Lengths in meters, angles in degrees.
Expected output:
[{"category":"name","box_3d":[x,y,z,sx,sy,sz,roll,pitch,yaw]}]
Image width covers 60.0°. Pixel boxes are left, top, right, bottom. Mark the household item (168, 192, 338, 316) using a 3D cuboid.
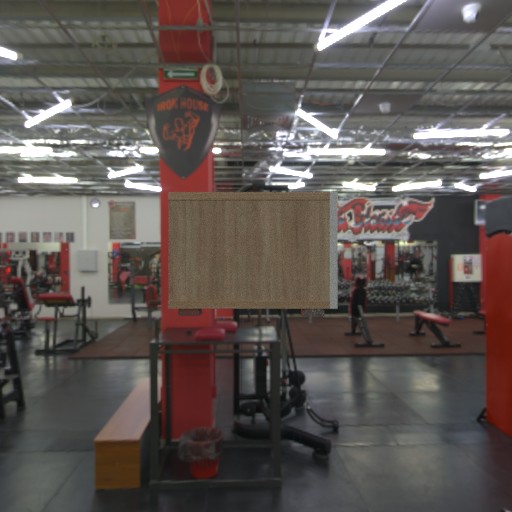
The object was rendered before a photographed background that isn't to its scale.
[{"category":"household item","box_3d":[0.000,0.000,2.024,0.420,0.310,1.850,0,0,1]}]
